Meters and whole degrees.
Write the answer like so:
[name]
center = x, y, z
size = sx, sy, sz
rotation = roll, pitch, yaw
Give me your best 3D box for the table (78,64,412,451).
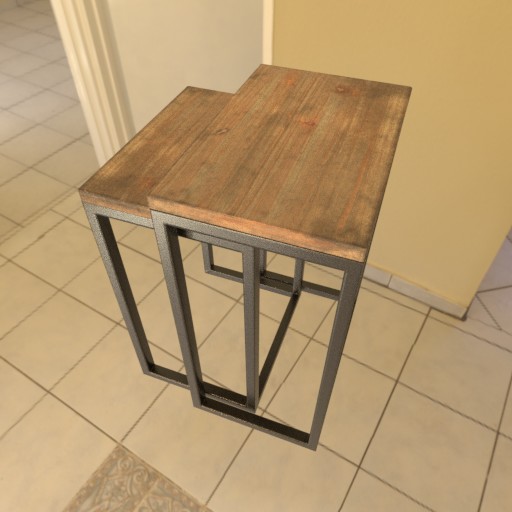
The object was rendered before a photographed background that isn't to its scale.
[table]
center = 0.000, 0.000, 0.933
size = 0.460, 0.615, 0.456
rotation = 17, 48, 16
